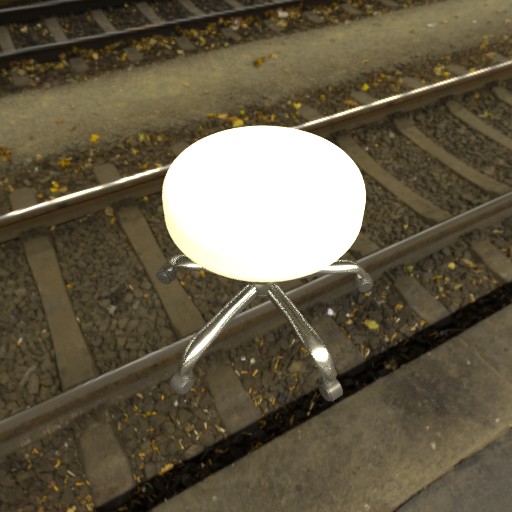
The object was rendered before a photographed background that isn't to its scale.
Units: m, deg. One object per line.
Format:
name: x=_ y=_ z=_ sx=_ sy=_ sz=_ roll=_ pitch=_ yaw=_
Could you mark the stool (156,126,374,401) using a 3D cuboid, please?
stool: x=0.000 y=0.000 z=1.070 sx=0.634 sy=0.482 sz=0.614 roll=31 pitch=54 yaw=26
